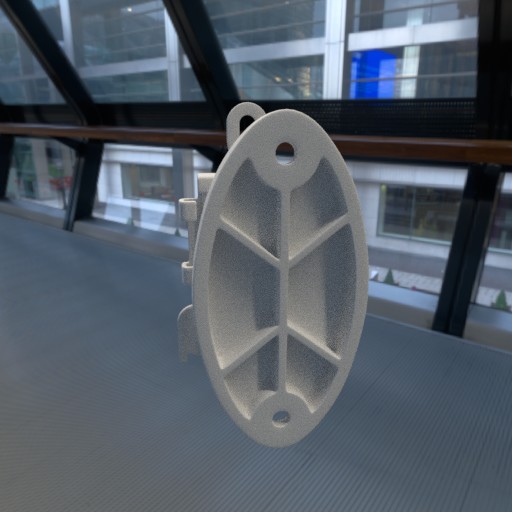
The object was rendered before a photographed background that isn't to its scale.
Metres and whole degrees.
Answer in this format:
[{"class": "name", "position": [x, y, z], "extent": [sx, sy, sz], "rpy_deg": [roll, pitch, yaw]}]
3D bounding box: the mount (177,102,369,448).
[{"class": "mount", "position": [0.000, 0.000, 0.177], "extent": [0.066, 0.118, 0.100], "rpy_deg": [-3, 17, -9]}]
